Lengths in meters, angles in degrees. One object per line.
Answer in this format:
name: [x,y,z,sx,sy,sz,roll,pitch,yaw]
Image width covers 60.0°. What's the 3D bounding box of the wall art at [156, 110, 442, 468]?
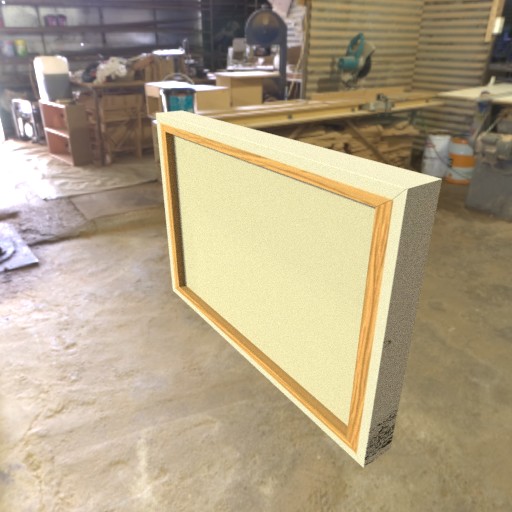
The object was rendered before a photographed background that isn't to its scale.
wall art: [0.000,0.000,0.486,0.038,0.259,0.381,-18,31,-31]
